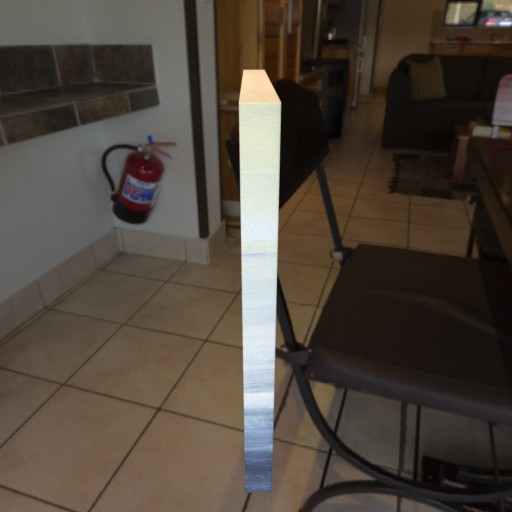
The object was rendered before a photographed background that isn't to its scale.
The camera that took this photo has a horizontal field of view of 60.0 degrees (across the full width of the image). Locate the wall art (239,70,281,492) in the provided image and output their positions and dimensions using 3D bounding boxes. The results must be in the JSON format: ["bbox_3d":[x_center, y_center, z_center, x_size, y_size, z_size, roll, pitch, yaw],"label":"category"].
[{"bbox_3d":[0.000,0.000,0.692,0.037,0.511,0.435,0,26,-1],"label":"wall art"}]
